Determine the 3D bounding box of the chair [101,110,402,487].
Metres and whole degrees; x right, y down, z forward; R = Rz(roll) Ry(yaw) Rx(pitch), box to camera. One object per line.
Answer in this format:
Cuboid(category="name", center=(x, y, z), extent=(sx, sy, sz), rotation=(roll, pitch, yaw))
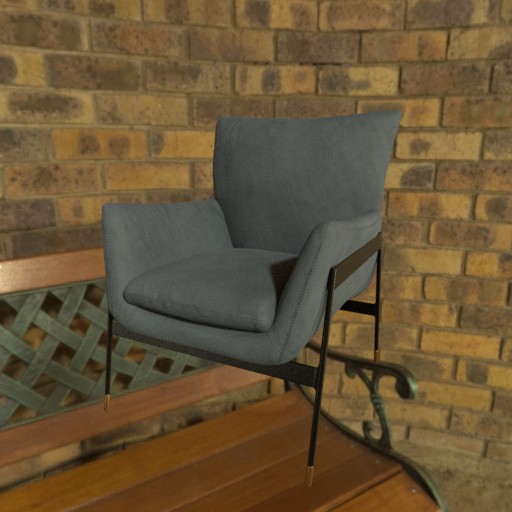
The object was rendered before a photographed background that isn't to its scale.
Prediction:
Cuboid(category="chair", center=(0.000, 0.000, 1.343), extent=(0.678, 0.858, 0.709), rotation=(7, 16, 27))
